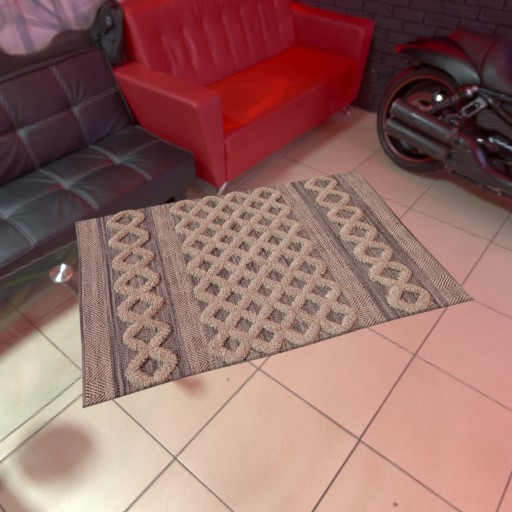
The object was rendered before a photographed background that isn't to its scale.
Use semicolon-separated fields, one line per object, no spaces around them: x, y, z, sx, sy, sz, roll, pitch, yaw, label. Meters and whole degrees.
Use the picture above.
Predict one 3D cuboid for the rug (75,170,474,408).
0.000;0.000;2.358;1.823;0.030;1.222;-12;45;-13;rug
